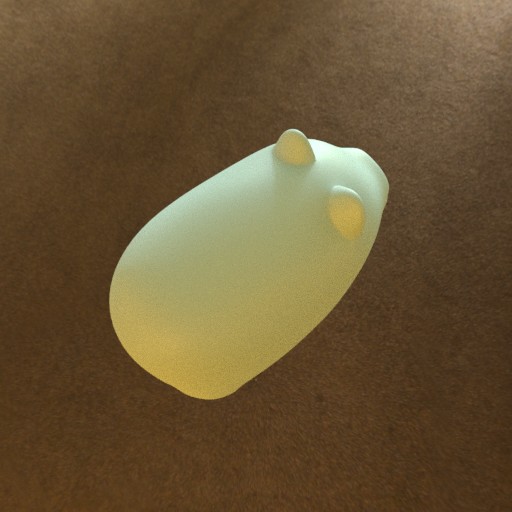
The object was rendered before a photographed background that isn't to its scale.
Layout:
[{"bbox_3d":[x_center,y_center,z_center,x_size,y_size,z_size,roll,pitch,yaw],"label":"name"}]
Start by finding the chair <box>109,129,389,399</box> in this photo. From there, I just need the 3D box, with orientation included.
[{"bbox_3d":[0.000,0.000,0.872,0.619,0.423,0.364,-37,78,-9],"label":"chair"}]
